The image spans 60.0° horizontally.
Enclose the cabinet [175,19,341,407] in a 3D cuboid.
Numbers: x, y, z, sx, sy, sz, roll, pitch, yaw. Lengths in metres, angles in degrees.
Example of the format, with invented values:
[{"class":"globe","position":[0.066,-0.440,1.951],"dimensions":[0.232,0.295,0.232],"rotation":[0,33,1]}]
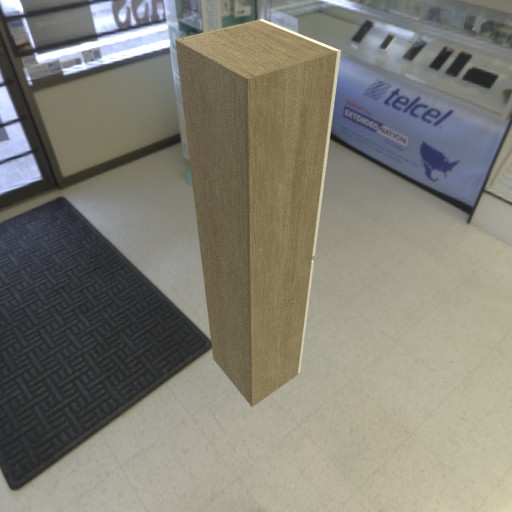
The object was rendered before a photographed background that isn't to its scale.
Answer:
[{"class":"cabinet","position":[0.000,0.000,1.544],"dimensions":[0.270,1.400,0.300],"rotation":[-28,50,-26]}]
